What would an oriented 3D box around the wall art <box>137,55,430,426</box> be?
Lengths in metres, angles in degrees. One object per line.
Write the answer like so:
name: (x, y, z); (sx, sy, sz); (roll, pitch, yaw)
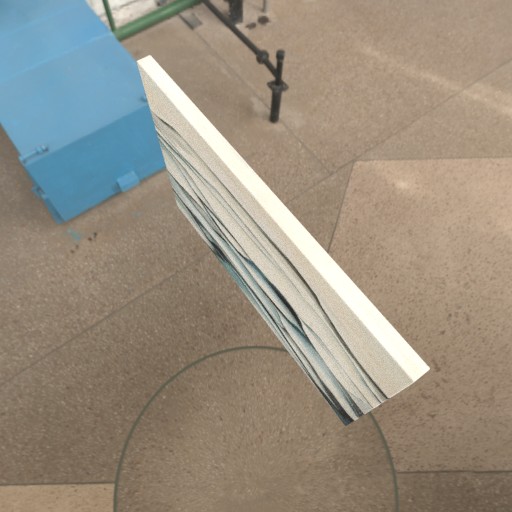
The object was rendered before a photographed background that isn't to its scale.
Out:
wall art: (0.000, 0.000, 1.149); (0.039, 0.609, 0.914); (-33, 67, -15)
